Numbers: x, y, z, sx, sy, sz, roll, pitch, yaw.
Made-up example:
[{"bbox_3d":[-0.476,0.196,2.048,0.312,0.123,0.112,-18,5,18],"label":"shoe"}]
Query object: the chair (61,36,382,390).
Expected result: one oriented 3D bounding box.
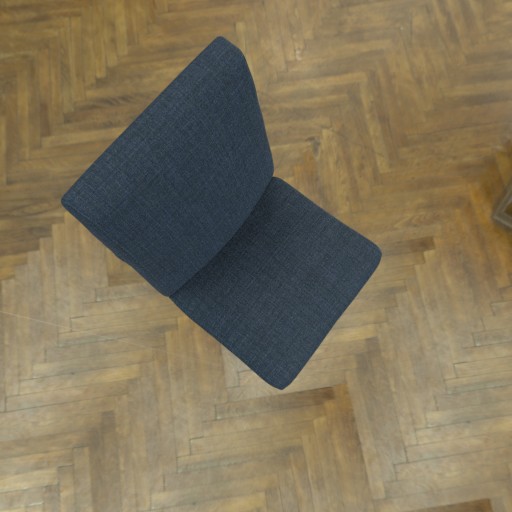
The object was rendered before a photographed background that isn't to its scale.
[{"bbox_3d":[0.000,0.000,1.254,0.586,0.911,0.507,37,78,9],"label":"chair"}]
